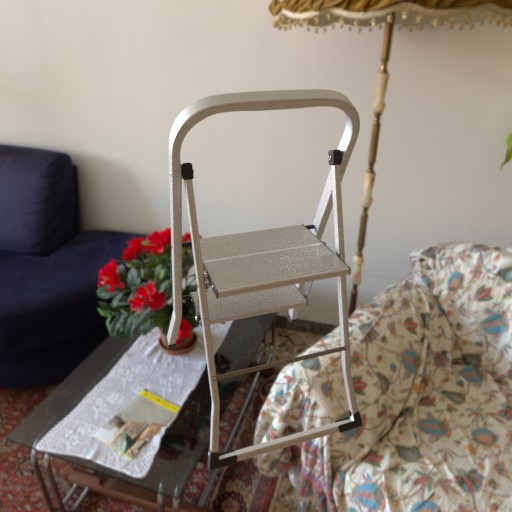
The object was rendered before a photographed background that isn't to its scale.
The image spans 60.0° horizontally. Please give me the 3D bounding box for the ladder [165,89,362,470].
[{"bbox_3d":[0.000,0.000,1.142,0.465,0.830,0.530,-9,29,-17],"label":"ladder"}]
